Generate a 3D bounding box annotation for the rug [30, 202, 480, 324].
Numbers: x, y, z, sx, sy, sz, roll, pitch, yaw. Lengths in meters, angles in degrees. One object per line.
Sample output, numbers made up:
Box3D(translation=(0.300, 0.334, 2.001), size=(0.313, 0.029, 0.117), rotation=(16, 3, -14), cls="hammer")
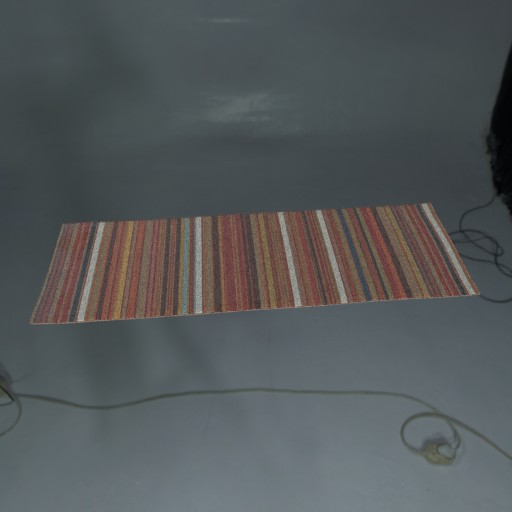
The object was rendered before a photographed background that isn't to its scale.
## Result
Box3D(translation=(0.000, 0.000, 2.660), size=(2.444, 0.030, 0.799), rotation=(-4, 46, -3), cls="rug")
